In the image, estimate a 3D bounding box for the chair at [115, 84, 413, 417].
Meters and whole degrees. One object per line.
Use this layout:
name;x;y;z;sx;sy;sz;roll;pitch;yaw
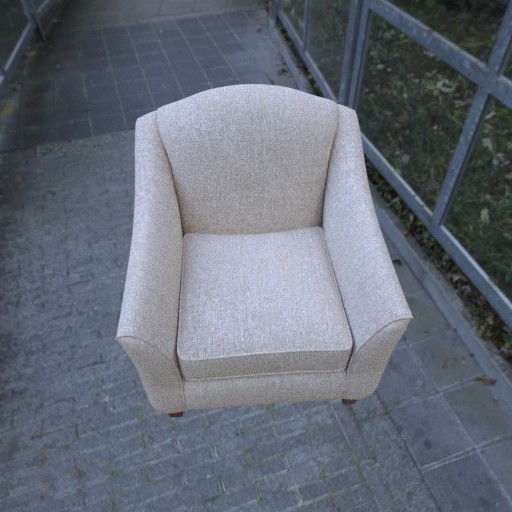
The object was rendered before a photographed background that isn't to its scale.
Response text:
chair;0.000;0.000;1.463;0.763;0.839;0.787;-3;47;-3
